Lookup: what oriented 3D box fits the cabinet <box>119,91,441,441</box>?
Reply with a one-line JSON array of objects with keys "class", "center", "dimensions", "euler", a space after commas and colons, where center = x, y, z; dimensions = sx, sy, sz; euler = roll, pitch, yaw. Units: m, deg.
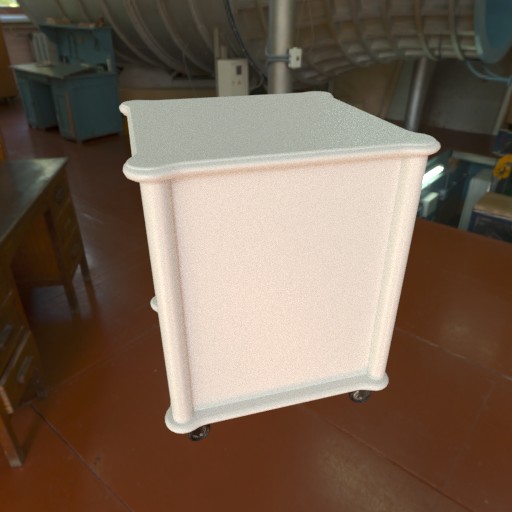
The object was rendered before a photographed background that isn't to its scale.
[{"class": "cabinet", "center": [0.000, 0.000, 1.246], "dimensions": [0.627, 0.761, 0.628], "euler": [-8, 31, -13]}]
